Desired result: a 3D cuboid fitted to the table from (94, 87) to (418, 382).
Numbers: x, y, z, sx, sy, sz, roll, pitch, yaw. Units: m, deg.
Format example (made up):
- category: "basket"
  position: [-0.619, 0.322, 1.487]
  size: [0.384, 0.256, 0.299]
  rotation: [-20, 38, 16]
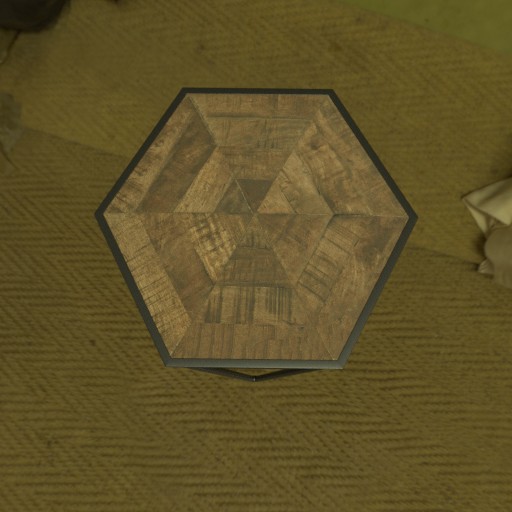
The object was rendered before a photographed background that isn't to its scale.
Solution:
- category: "table"
  position: [0.000, 0.000, 1.060]
  size: [0.578, 0.564, 0.579]
  rotation: [1, 75, 0]
